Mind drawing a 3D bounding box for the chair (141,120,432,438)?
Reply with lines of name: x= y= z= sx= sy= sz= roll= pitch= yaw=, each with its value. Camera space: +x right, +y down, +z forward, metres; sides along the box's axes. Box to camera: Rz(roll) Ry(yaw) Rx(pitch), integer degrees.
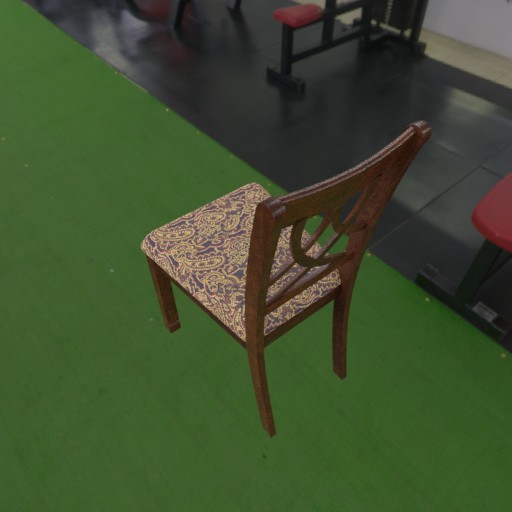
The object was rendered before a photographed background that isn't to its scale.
chair: x=0.000 y=0.000 z=1.257 sx=0.457 sy=0.965 sz=0.584 roll=-30 pitch=55 yaw=-24
